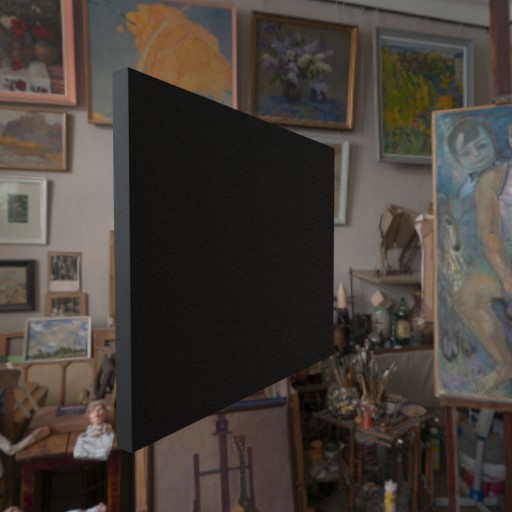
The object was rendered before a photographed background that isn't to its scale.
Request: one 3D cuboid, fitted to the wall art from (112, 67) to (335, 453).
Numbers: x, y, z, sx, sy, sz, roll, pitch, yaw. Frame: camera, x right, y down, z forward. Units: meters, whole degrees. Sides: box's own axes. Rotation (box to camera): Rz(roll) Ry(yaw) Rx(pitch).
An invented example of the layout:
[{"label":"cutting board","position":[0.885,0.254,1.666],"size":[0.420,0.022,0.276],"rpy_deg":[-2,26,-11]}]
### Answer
[{"label":"wall art","position":[0.000,0.000,0.759],"size":[0.029,0.457,0.558],"rpy_deg":[1,3,35]}]
